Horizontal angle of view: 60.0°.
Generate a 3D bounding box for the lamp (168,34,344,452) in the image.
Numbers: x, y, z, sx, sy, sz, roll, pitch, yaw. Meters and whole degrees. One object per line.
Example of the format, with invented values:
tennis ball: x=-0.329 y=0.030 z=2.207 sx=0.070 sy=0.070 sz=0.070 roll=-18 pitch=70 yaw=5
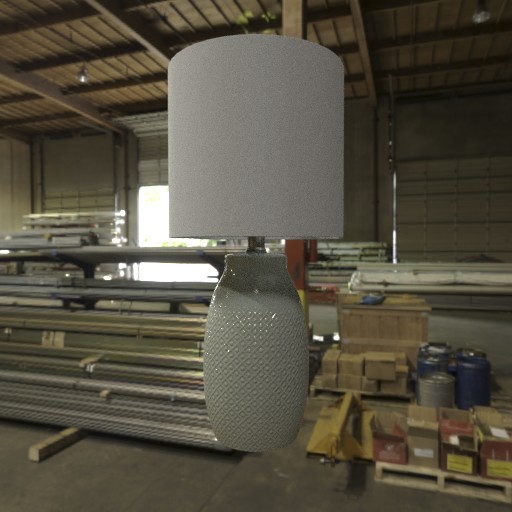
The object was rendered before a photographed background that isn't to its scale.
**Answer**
lamp: x=0.000 y=0.000 z=0.560 sx=0.217 sy=0.453 sz=0.217 roll=0 pitch=1 yaw=18
